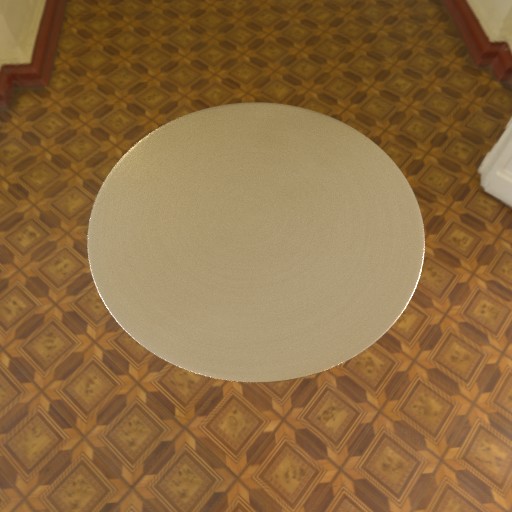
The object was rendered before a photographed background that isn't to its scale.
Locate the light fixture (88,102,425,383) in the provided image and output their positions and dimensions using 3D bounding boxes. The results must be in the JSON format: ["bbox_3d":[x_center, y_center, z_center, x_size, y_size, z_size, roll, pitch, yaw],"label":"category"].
[{"bbox_3d":[0.000,0.000,0.432,0.280,0.135,0.280,0,60,0],"label":"light fixture"}]
